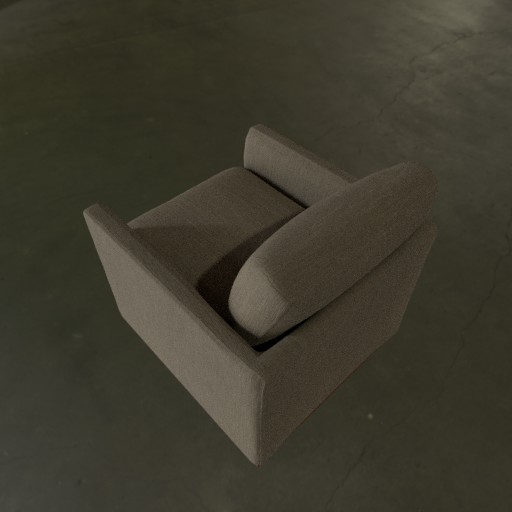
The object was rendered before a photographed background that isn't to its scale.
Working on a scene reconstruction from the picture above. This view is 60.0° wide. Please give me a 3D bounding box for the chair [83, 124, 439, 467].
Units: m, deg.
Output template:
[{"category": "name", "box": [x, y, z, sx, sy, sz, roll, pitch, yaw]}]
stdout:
[{"category": "chair", "box": [0.000, 0.000, 1.483, 0.763, 0.811, 0.834, -34, 55, -28]}]
